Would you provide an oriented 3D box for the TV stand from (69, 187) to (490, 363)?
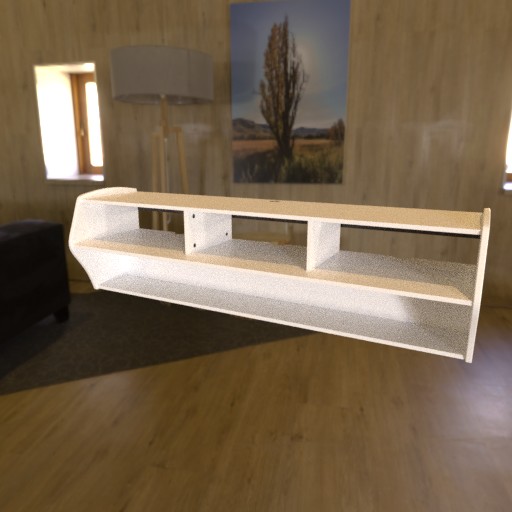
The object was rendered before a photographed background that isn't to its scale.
[{"bbox_3d":[0.000,0.000,1.616,1.473,0.424,0.397,7,16,26],"label":"TV stand"}]
